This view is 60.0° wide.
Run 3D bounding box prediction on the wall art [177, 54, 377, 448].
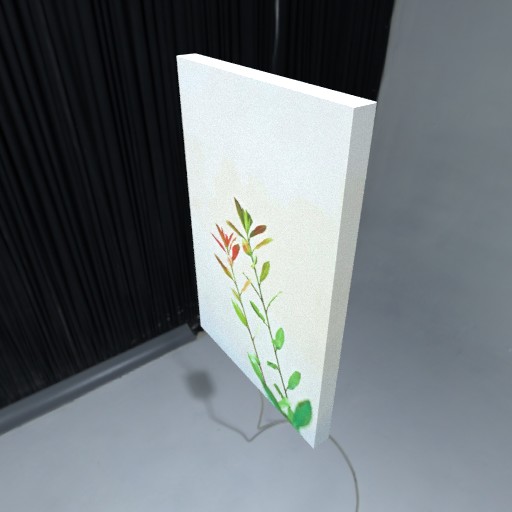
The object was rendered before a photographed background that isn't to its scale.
[{"bbox_3d":[0.000,0.000,0.790,0.038,0.611,0.408,-22,39,-30],"label":"wall art"}]
